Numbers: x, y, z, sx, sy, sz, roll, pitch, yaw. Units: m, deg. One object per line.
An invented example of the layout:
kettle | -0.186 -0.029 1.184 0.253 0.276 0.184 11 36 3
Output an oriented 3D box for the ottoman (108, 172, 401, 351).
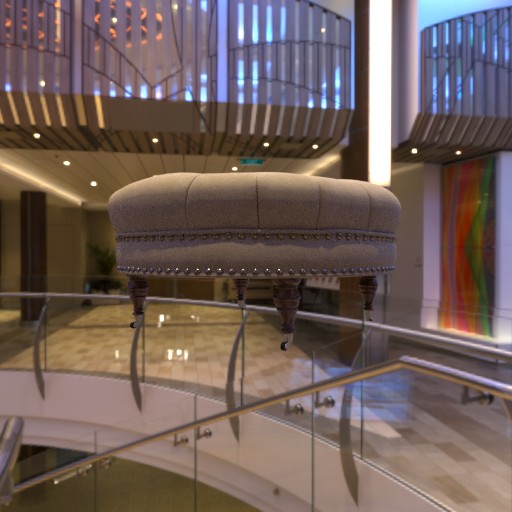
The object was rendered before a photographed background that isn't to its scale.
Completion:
ottoman | 0.000 0.000 1.415 0.901 0.439 0.901 0 0 0
